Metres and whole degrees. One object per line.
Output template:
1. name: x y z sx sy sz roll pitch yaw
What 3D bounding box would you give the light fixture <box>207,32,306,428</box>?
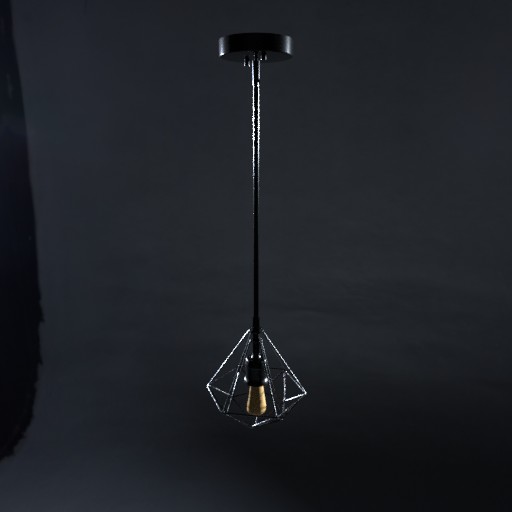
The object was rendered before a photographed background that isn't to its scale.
1. light fixture: 0.000 0.000 1.985 0.487 1.764 0.431 2 15 8
